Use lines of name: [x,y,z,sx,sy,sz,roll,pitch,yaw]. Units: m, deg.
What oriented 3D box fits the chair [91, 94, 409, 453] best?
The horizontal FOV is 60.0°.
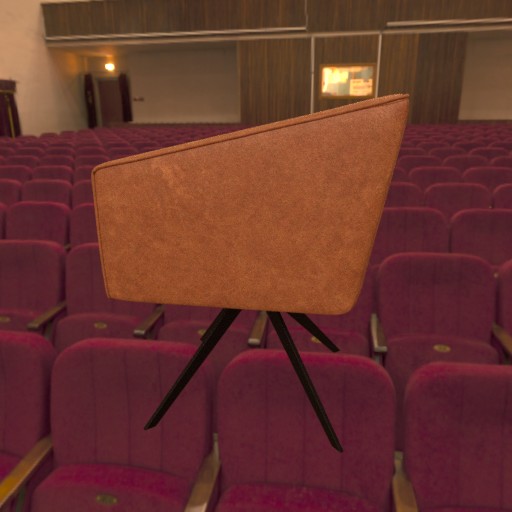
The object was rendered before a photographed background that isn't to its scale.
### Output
chair: [0.000,0.000,1.163,0.625,0.760,0.588,3,16,9]
